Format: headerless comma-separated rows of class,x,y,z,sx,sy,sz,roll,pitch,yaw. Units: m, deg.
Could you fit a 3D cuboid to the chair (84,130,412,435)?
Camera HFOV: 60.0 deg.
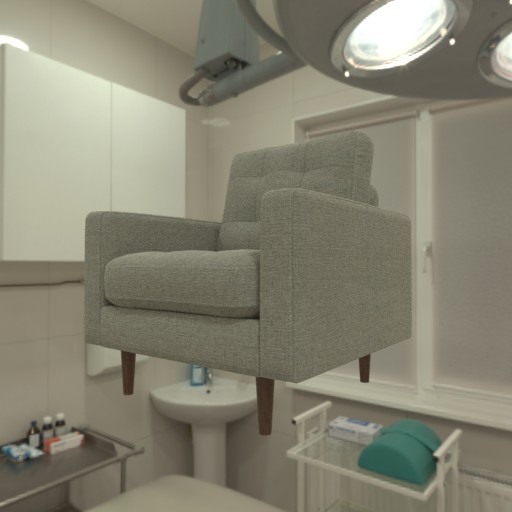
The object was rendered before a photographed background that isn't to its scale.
chair,0.000,0.000,1.511,0.821,0.880,0.843,-1,-1,37
